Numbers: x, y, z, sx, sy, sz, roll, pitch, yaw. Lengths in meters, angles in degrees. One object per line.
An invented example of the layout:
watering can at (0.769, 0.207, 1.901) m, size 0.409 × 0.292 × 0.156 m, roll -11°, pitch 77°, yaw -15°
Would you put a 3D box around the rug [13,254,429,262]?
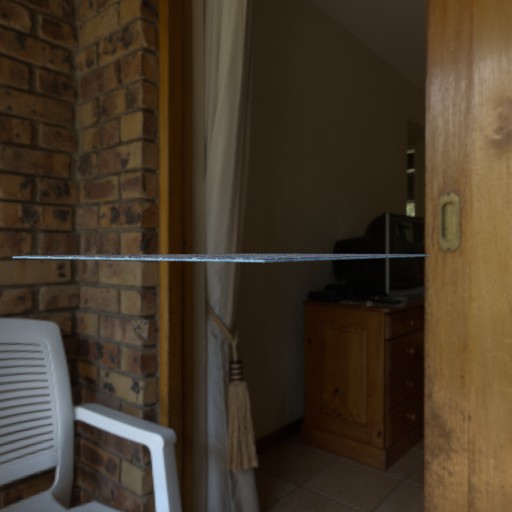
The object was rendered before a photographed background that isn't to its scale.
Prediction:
rug at (0.000, 0.000, 2.778) m, size 1.567 × 0.014 × 2.207 m, roll 0°, pitch 1°, yaw 34°
